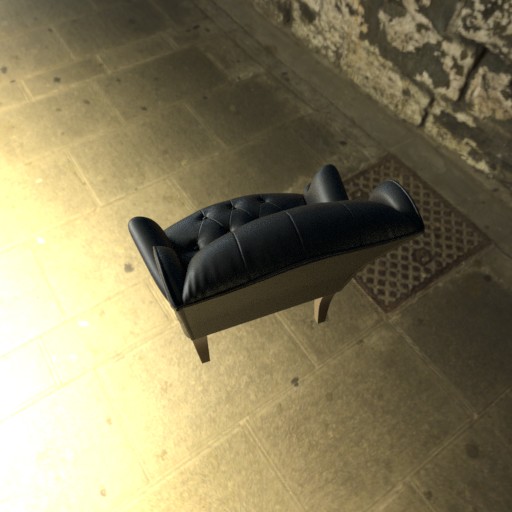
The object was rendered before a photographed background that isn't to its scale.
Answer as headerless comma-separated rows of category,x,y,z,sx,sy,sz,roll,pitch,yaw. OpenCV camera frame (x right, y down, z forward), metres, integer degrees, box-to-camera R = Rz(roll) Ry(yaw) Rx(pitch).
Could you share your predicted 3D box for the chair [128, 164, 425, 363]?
chair,0.000,0.000,1.672,0.838,1.111,0.762,-17,58,-11
